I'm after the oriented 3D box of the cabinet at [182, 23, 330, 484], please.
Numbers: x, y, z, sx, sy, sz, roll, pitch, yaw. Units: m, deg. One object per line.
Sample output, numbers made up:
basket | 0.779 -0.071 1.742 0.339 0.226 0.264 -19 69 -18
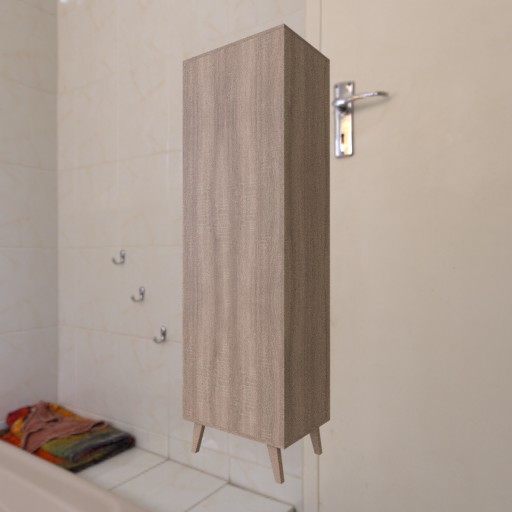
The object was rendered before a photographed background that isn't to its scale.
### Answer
cabinet | 0.000 0.000 2.090 0.570 1.850 0.400 0 0 36
